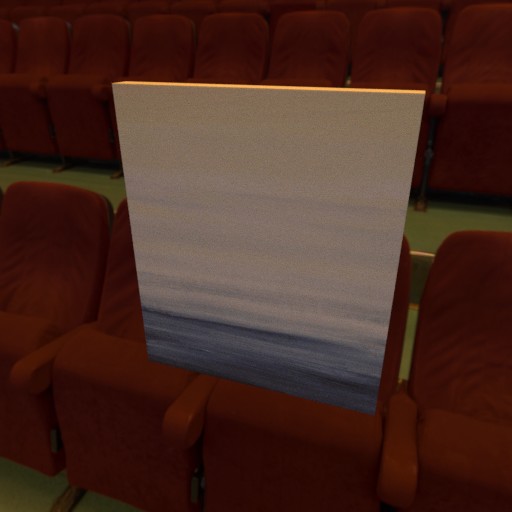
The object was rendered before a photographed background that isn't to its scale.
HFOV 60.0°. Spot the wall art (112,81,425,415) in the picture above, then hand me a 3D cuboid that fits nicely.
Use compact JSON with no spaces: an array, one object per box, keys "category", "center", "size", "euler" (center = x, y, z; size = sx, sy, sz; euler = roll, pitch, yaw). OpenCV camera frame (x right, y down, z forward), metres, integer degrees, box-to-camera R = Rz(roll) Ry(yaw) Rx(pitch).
[{"category":"wall art","center":[0.000,0.000,0.713],"size":[0.435,0.511,0.037],"euler":[9,27,17]}]
